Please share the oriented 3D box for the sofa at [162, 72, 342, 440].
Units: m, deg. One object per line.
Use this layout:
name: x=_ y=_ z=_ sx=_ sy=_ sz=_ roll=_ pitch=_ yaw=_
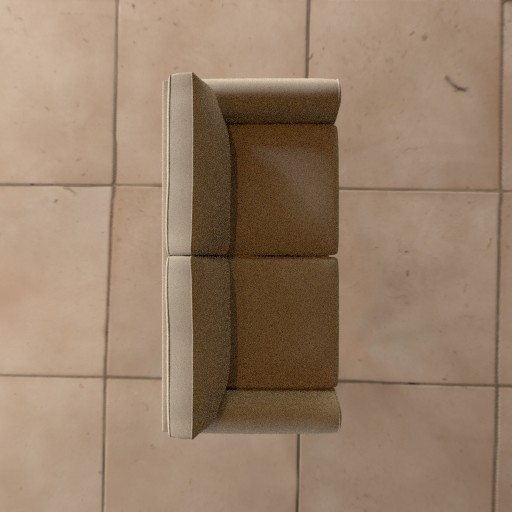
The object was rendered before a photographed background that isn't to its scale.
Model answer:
sofa: x=0.000 y=0.000 z=2.305 sx=0.861 sy=0.933 sz=1.774 roll=0 pitch=90 yaw=1
